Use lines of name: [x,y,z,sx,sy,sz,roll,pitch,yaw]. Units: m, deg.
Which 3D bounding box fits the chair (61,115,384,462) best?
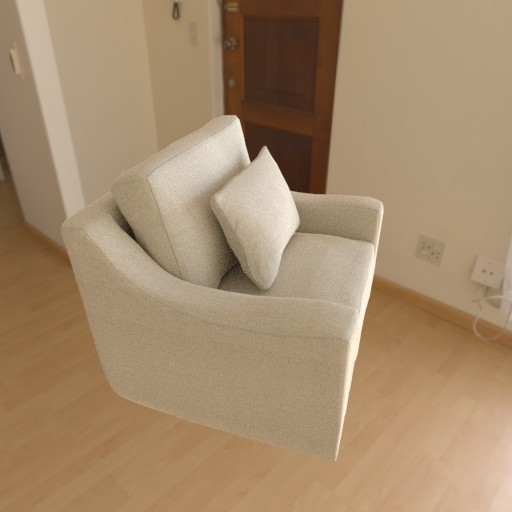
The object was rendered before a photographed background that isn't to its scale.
chair: [0.000,0.000,1.960,1.009,1.016,1.178,10,31,16]
